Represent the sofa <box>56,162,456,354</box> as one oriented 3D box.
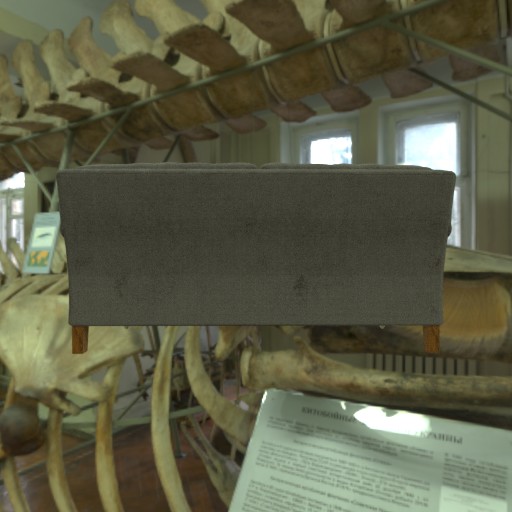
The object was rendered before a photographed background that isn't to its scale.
[{"bbox_3d":[0.000,0.000,2.836,2.165,1.087,1.086,0,0,-1],"label":"sofa"}]
